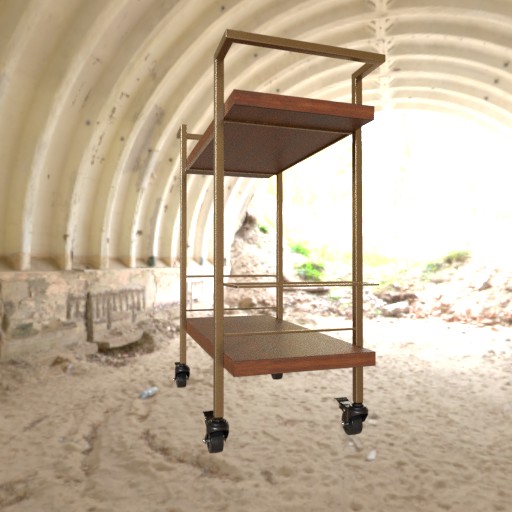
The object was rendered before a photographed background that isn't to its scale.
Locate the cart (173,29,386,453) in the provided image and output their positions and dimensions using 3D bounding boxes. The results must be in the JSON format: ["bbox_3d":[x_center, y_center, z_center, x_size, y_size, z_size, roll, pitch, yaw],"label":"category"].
[{"bbox_3d":[0.000,0.000,1.165,0.364,0.807,0.695,0,-1,-17],"label":"cart"}]
